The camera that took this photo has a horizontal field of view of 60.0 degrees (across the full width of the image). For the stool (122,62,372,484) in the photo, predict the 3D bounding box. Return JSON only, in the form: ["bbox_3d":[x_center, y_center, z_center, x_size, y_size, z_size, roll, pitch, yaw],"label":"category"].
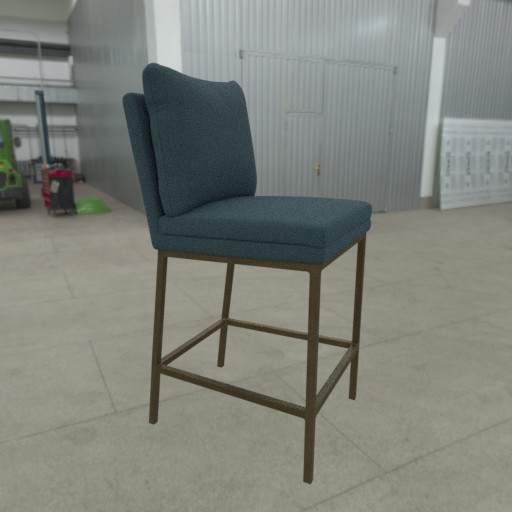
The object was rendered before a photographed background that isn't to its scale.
[{"bbox_3d":[0.000,0.000,1.305,0.568,1.032,0.463,7,16,26],"label":"stool"}]
